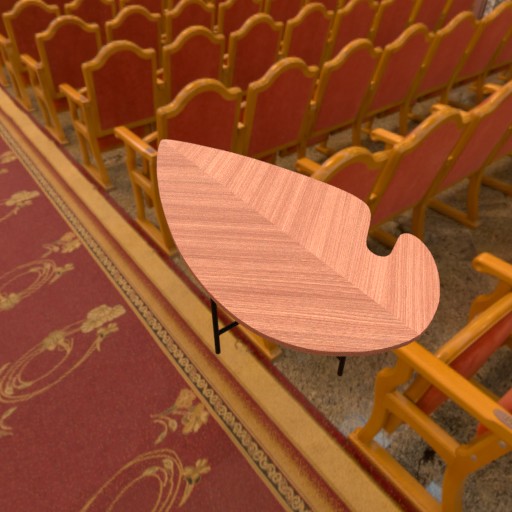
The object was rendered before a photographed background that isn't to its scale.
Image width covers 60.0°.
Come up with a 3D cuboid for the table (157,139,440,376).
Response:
[{"bbox_3d":[0.000,0.000,1.460,0.598,0.360,1.199,-26,47,-27],"label":"table"}]
